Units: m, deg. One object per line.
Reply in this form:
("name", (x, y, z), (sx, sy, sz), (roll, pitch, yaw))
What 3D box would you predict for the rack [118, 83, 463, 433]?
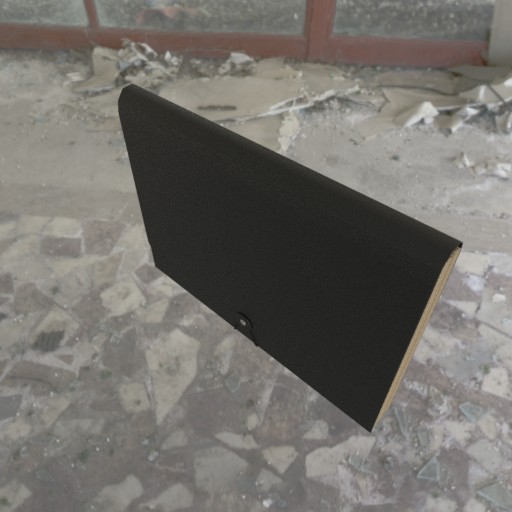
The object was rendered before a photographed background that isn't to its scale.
("rack", (0.000, 0.000, 0.432), (0.330, 0.241, 0.041), (33, 54, 28))
